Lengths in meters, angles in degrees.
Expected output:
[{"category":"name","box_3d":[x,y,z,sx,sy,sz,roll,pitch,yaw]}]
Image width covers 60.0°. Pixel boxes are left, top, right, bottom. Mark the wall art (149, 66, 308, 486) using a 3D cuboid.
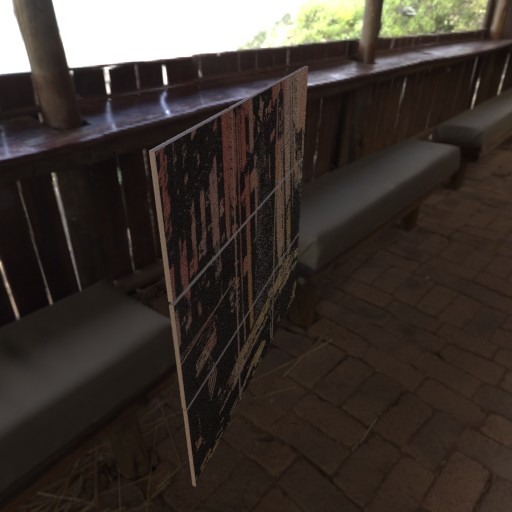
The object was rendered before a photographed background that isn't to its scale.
[{"category":"wall art","box_3d":[0.000,0.000,2.172,0.017,1.521,1.527,11,33,18]}]
